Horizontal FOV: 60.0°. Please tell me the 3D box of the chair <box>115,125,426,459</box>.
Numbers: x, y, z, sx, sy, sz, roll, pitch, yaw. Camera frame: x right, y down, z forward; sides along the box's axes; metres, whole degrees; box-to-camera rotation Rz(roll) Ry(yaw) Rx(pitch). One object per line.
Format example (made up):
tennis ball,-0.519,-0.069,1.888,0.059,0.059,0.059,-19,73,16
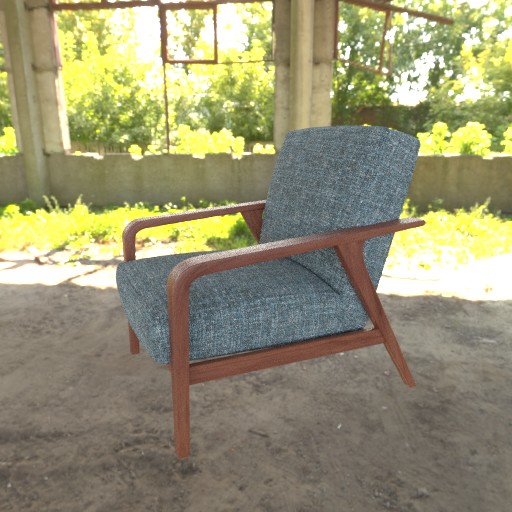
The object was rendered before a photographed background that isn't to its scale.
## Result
chair,0.000,0.000,1.521,0.889,0.864,0.719,-7,16,-25
